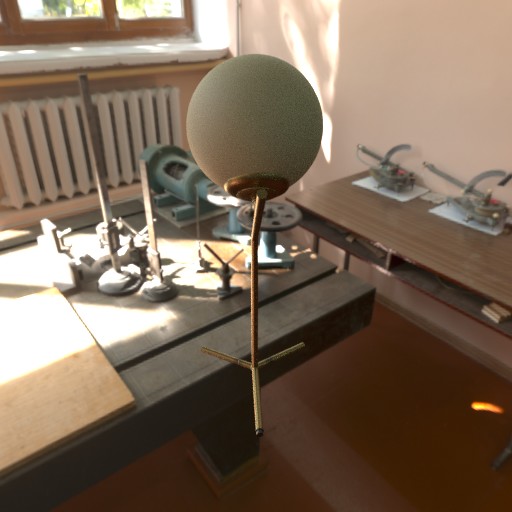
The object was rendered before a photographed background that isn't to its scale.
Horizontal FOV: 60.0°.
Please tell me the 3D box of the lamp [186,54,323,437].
[{"bbox_3d":[0.000,0.000,0.670,0.210,0.552,0.251,-1,30,-3],"label":"lamp"}]
